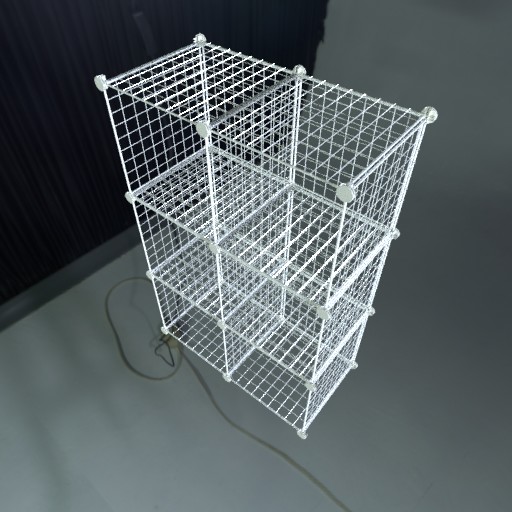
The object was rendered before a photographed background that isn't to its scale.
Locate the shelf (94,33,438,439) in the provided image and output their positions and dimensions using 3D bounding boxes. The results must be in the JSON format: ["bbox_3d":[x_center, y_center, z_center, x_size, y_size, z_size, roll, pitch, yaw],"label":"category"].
[{"bbox_3d":[0.000,0.000,1.381,0.711,1.067,0.356,30,53,26],"label":"shelf"}]
